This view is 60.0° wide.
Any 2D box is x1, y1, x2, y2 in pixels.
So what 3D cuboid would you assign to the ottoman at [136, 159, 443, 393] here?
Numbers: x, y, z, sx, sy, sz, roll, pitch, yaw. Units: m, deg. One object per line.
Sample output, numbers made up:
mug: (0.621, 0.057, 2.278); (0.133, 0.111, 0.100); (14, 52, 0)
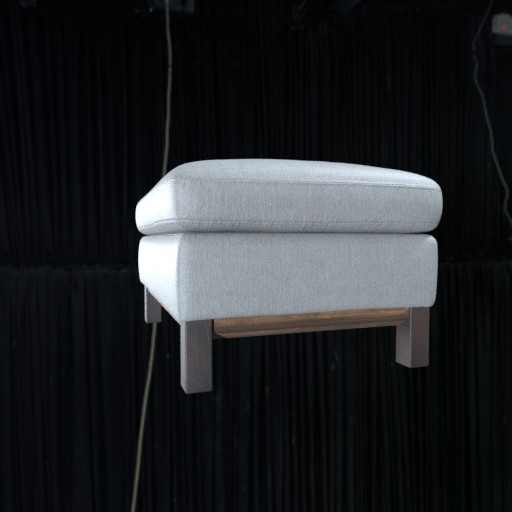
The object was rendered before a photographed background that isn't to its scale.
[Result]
ottoman: (0.000, 0.000, 1.078); (0.528, 0.404, 0.735); (-1, 2, -19)
